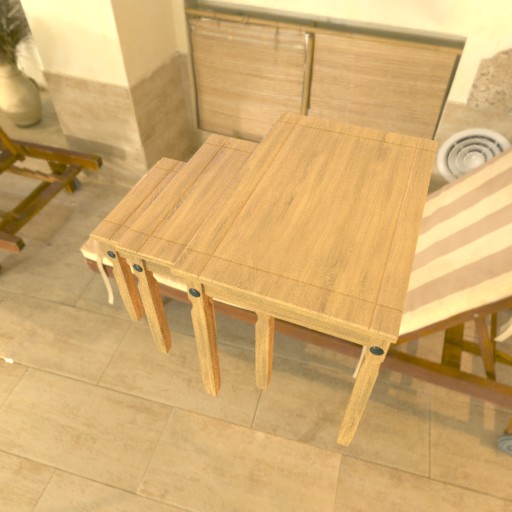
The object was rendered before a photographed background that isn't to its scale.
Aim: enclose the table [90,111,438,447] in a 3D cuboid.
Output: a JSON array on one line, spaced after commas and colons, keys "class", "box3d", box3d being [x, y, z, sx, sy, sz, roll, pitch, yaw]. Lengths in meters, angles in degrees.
[{"class": "table", "box3d": [0.000, 0.000, 1.249, 0.773, 0.535, 0.660, 16, 48, 15]}]
